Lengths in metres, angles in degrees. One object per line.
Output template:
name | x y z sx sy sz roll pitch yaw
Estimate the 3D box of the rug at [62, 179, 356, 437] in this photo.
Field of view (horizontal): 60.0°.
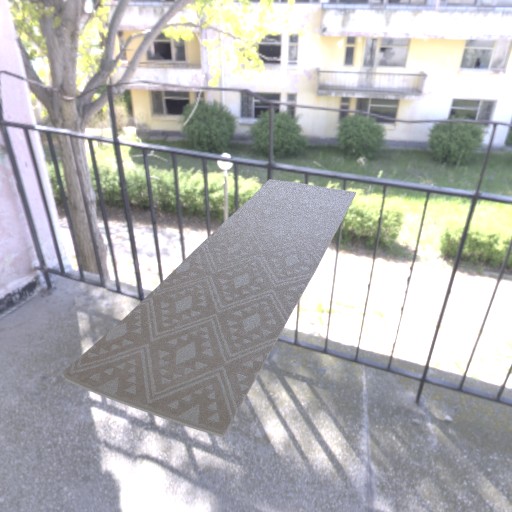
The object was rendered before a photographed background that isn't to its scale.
rug | 0.000 0.000 2.683 0.752 0.051 2.452 12 33 19
